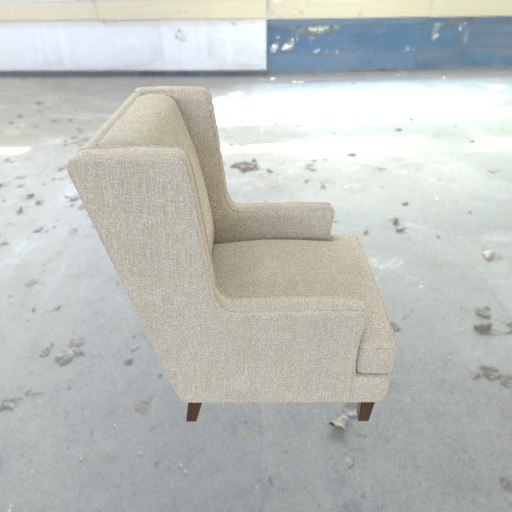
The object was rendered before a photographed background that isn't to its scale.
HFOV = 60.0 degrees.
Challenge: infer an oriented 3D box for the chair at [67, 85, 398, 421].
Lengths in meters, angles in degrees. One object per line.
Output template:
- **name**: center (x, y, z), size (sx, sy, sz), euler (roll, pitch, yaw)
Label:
- **chair**: center (0.000, 0.000, 1.692), size (0.948, 1.082, 0.764), euler (0, 34, 0)
